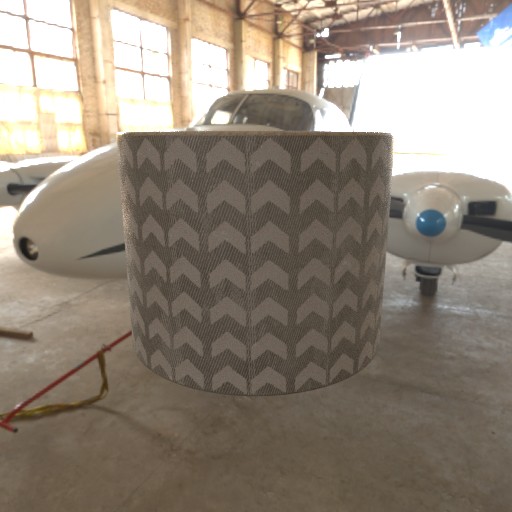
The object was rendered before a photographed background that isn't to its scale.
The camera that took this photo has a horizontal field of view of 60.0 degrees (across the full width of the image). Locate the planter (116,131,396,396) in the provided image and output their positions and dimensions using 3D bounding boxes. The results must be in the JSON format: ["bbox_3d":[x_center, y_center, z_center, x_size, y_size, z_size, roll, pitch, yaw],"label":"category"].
[{"bbox_3d":[0.000,0.000,0.338,0.190,0.181,0.190,0,15,0],"label":"planter"}]
